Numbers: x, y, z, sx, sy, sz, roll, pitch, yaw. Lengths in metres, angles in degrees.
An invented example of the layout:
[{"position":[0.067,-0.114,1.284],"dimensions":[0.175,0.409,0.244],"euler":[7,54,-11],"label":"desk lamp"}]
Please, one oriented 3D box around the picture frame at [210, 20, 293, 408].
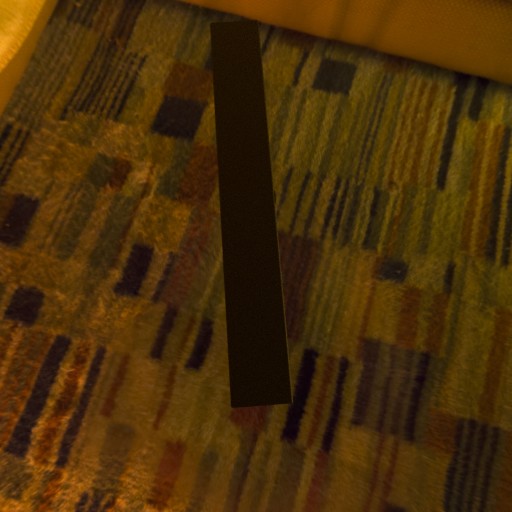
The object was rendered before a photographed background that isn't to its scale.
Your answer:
[{"position":[0.000,0.000,0.388],"dimensions":[0.042,0.284,0.232],"euler":[-4,75,-1],"label":"picture frame"}]
